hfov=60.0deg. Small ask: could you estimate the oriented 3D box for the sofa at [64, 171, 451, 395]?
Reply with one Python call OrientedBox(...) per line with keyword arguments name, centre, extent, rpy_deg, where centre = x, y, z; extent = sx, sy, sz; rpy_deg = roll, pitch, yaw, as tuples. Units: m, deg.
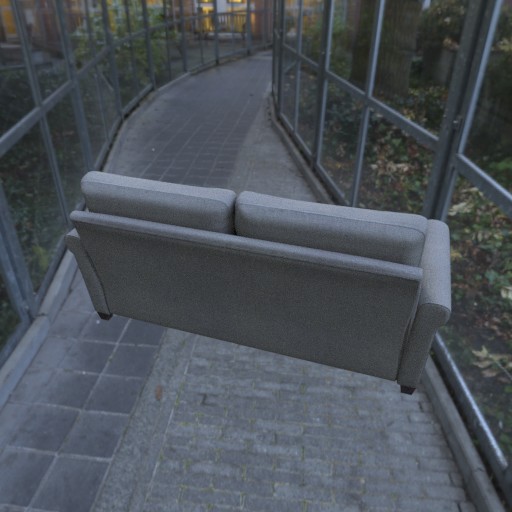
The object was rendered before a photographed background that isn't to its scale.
OrientedBox(name="sofa", centre=(0.000, 0.000, 2.404), extent=(1.935, 0.942, 0.842), rpy_deg=(10, 32, 16))
